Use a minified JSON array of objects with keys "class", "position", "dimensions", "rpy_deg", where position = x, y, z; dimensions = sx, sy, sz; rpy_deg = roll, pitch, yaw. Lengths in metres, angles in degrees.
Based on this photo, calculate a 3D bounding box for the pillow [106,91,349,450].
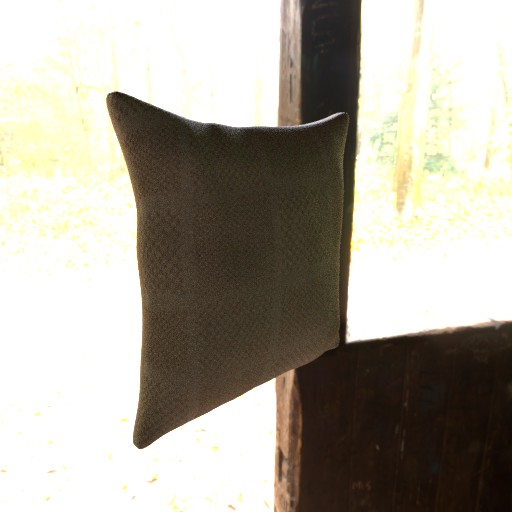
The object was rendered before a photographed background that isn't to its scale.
[{"class":"pillow","position":[0.000,0.000,0.663],"dimensions":[0.436,0.432,0.138],"rpy_deg":[-13,19,-43]}]
